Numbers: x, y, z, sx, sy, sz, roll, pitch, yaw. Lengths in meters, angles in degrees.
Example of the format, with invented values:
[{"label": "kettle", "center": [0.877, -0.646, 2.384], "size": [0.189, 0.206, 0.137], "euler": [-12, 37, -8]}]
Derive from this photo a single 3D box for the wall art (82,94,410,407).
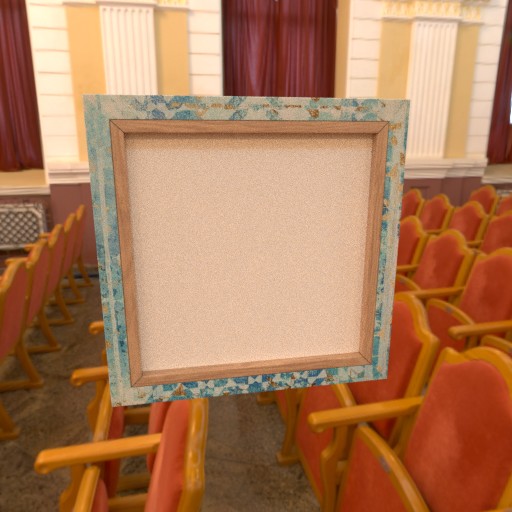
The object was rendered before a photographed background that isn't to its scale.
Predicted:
[{"label": "wall art", "center": [0.000, 0.000, 1.354], "size": [0.916, 0.916, 0.040], "euler": [-3, 15, -10]}]
